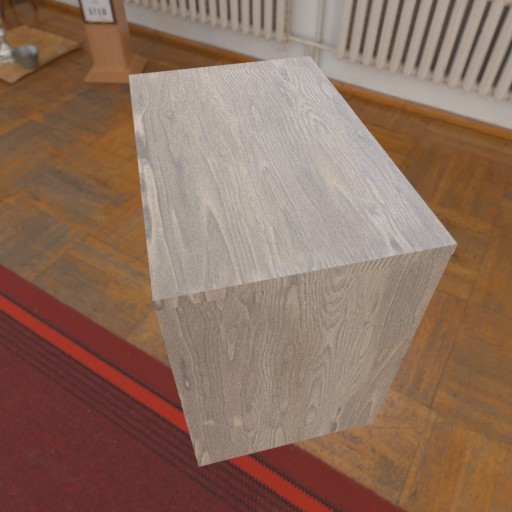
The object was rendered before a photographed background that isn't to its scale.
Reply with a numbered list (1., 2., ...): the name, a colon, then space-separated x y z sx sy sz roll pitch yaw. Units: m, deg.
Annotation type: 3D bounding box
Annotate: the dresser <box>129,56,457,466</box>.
1. dresser: 0.000 0.000 1.280 0.529 0.762 0.809 -10 48 -9
